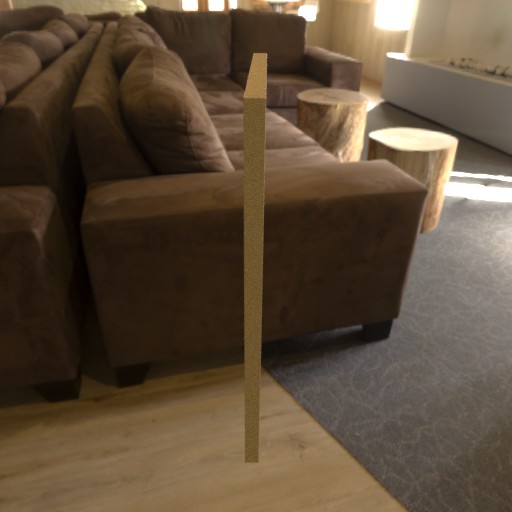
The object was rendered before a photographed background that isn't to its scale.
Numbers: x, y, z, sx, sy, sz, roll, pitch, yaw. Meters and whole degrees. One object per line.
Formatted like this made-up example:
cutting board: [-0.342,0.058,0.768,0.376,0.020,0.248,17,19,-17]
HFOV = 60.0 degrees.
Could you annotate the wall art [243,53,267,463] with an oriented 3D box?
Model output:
wall art: [0.000,0.000,1.035,0.039,0.810,0.510,1,31,1]
